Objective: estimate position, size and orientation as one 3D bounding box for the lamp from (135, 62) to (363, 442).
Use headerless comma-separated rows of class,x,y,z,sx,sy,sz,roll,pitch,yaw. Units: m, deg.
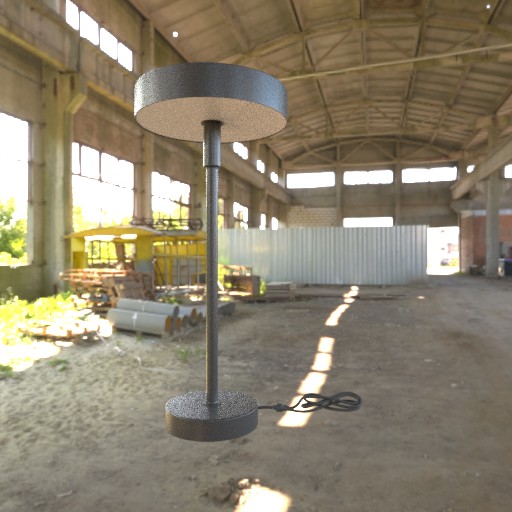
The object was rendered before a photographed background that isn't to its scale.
lamp,0.000,0.000,0.697,0.369,0.508,0.229,0,0,-19
